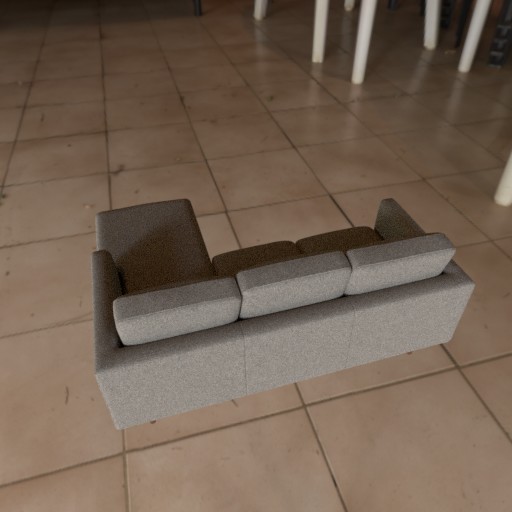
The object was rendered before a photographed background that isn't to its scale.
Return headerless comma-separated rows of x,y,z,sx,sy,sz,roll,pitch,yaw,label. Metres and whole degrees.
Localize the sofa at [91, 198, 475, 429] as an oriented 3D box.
0.000,0.000,2.976,2.055,0.957,1.667,-11,42,-13,sofa
